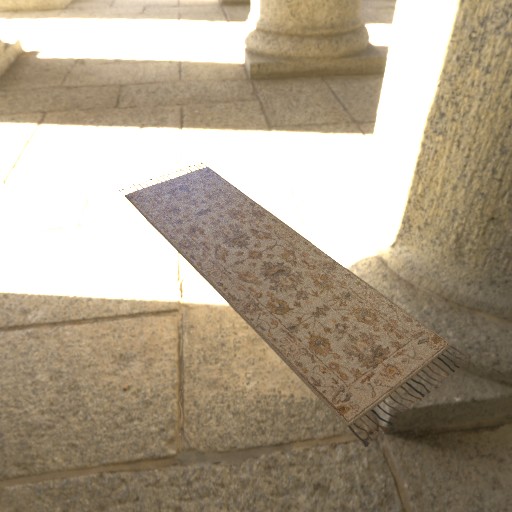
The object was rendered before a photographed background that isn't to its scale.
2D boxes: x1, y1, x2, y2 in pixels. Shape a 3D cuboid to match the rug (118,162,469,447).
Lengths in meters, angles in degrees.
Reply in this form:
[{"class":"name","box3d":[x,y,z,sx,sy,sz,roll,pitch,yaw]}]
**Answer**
[{"class":"rug","box3d":[0.000,0.000,2.680,0.729,0.021,2.438,-26,46,-27]}]
